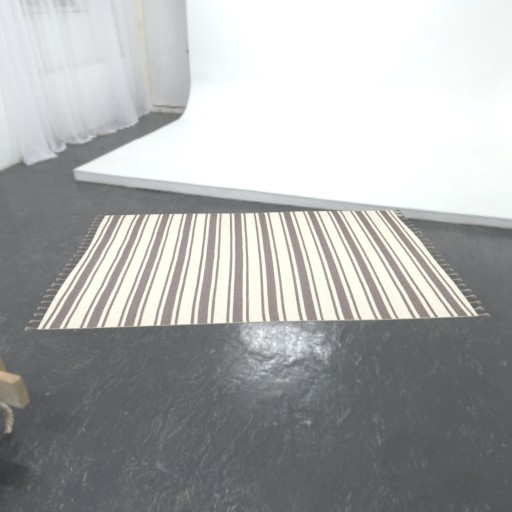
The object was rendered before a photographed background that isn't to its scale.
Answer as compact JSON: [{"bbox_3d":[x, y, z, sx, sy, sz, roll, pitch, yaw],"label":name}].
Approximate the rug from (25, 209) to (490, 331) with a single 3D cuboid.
[{"bbox_3d":[0.000,0.000,2.498,2.096,0.011,1.229,-1,29,-2],"label":"rug"}]
